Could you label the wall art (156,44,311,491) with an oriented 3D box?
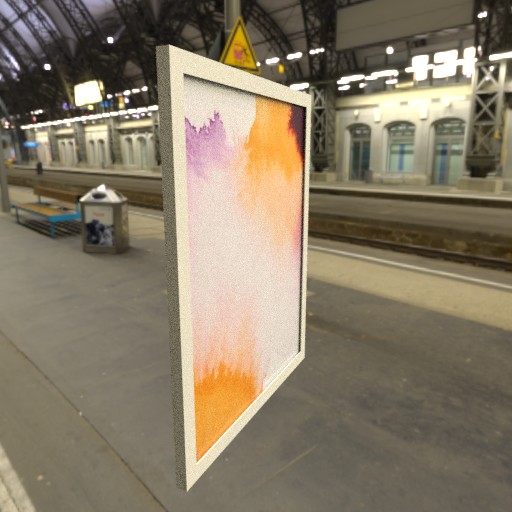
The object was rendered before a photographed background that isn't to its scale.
[{"bbox_3d":[0.000,0.000,1.074,0.026,0.811,0.661,6,14,26],"label":"wall art"}]
